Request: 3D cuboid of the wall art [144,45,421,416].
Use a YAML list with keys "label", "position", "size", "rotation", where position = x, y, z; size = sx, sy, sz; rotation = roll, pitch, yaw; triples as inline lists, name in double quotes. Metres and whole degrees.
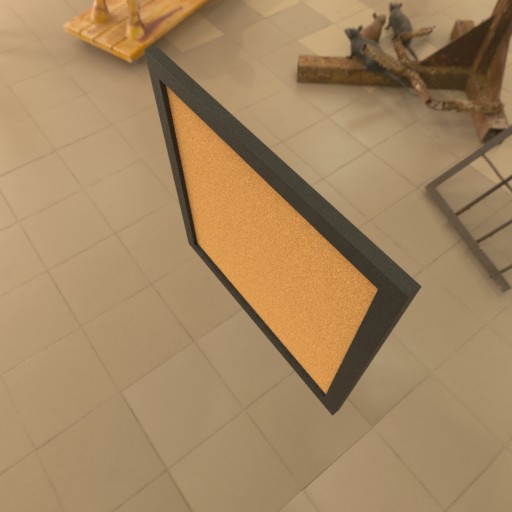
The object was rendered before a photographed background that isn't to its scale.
- label: "wall art"
  position: [0.000, 0.000, 1.509]
  size: [0.038, 1.016, 1.016]
  rotation: [-33, 64, -19]
